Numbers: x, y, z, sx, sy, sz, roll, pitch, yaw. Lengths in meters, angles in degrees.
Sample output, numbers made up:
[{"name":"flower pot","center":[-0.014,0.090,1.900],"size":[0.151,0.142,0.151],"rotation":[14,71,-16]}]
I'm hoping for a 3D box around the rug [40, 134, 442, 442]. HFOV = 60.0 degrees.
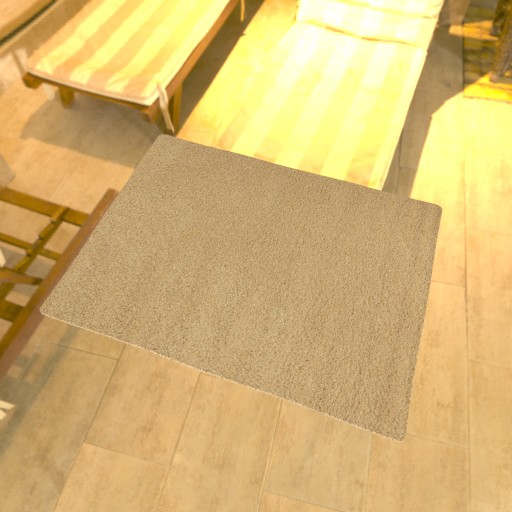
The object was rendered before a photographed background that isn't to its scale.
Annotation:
[{"name":"rug","center":[0.000,0.000,2.105],"size":[1.600,0.025,1.199],"rotation":[17,59,10]}]
